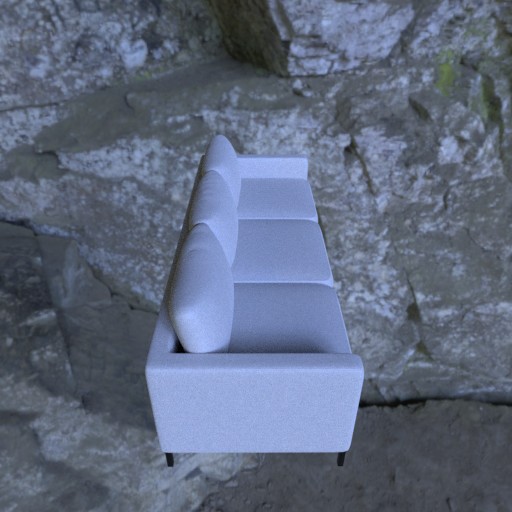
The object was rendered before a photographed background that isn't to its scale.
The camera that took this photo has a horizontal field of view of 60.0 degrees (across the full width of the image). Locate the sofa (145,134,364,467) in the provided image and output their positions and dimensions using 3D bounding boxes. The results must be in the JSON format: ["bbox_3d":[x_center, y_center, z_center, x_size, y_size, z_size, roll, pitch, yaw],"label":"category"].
[{"bbox_3d":[0.000,0.000,2.696,0.859,0.874,2.218,0,34,0],"label":"sofa"}]
